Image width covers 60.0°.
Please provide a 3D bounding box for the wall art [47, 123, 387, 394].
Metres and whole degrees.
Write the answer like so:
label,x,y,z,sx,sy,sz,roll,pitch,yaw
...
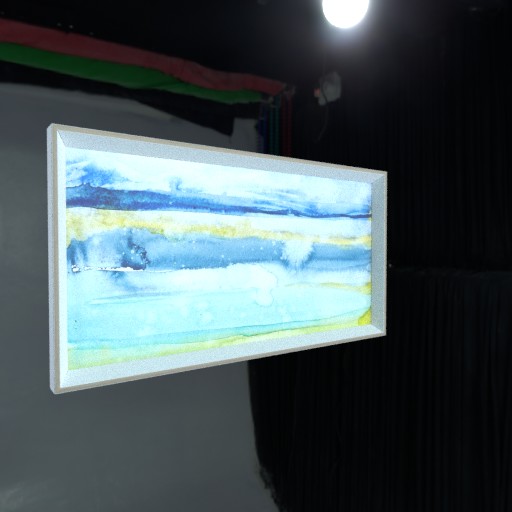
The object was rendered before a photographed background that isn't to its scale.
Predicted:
label,x,y,z,sx,sy,sz,roll,pitch,yaw
wall art,0.000,0.000,0.952,0.812,0.431,0.038,-1,2,-35
